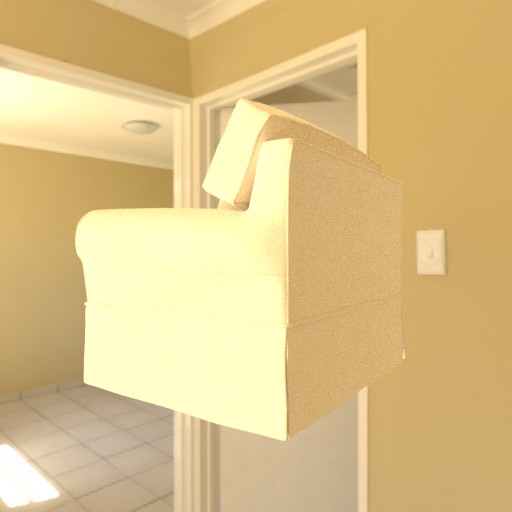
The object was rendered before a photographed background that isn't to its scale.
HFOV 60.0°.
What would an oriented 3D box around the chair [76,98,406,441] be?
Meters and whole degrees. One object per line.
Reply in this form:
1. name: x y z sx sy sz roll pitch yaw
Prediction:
1. chair: 0.000 0.000 1.793 0.904 0.958 1.099 0 1 35
